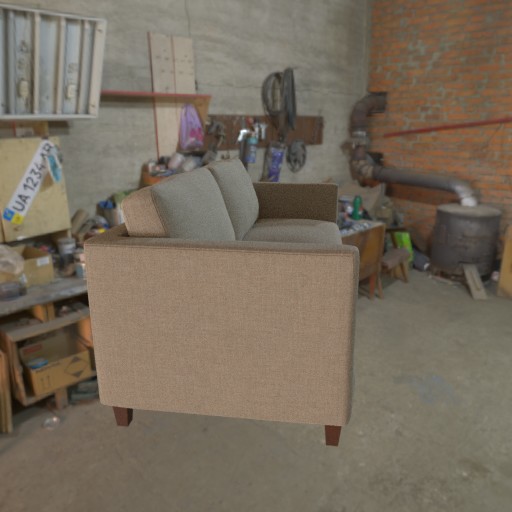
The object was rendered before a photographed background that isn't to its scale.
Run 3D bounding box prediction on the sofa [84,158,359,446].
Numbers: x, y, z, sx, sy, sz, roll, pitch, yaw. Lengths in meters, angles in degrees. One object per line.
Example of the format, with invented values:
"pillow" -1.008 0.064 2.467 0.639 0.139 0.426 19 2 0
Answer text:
"sofa" 0.000 0.000 2.375 0.951 0.947 1.884 2 16 8
